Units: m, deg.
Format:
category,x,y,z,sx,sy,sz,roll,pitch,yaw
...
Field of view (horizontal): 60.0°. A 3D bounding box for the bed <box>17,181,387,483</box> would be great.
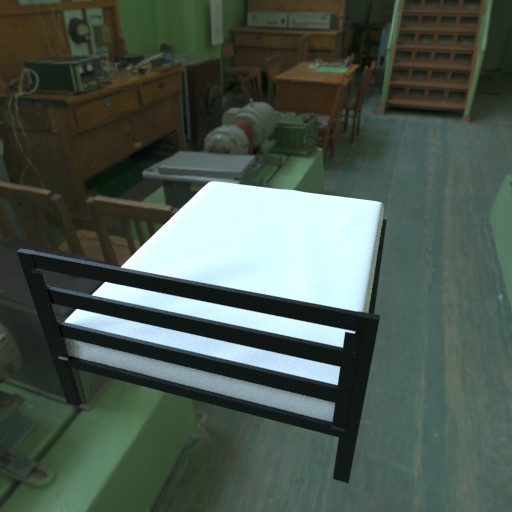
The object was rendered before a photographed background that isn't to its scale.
category,x,y,z,sx,sy,sz,roll,pitch,yaw
bed,0.000,0.000,2.794,1.524,0.967,2.062,9,33,15
